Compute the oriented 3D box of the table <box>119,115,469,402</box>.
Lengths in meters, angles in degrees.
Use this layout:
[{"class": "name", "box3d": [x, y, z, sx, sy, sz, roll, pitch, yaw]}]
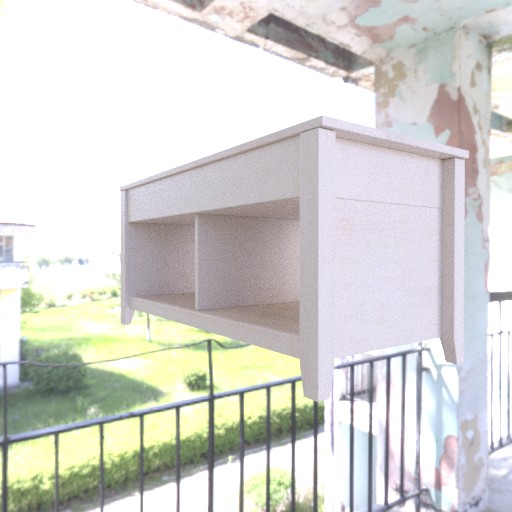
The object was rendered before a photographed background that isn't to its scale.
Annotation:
[{"class": "table", "box3d": [0.000, 0.000, 1.285, 0.457, 0.483, 1.016, 0, 1, -36]}]
